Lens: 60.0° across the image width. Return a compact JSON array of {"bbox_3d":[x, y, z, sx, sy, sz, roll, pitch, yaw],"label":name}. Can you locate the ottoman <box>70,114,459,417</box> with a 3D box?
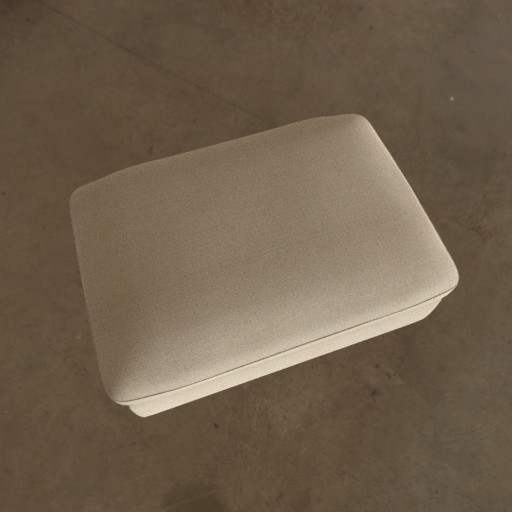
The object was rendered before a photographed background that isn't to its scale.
[{"bbox_3d":[0.000,0.000,1.386,0.984,0.453,0.686,-17,65,-8],"label":"ottoman"}]
